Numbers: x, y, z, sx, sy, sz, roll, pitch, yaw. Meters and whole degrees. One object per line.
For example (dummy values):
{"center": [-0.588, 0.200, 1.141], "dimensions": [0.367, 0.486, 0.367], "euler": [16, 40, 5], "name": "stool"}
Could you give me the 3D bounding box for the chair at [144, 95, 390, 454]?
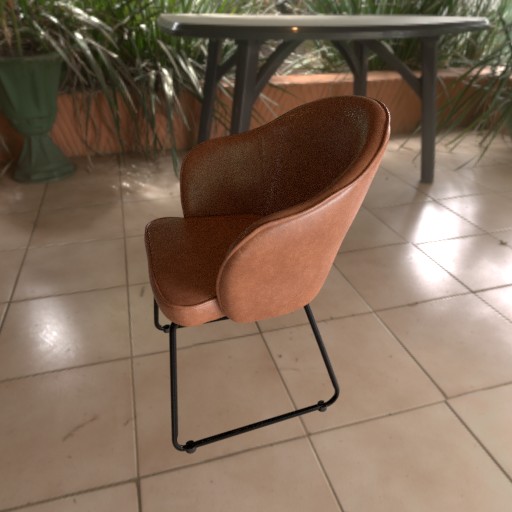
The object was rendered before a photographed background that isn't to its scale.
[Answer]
{"center": [0.000, 0.000, 1.188], "dimensions": [0.580, 0.785, 0.582], "euler": [-9, 31, -15], "name": "chair"}
